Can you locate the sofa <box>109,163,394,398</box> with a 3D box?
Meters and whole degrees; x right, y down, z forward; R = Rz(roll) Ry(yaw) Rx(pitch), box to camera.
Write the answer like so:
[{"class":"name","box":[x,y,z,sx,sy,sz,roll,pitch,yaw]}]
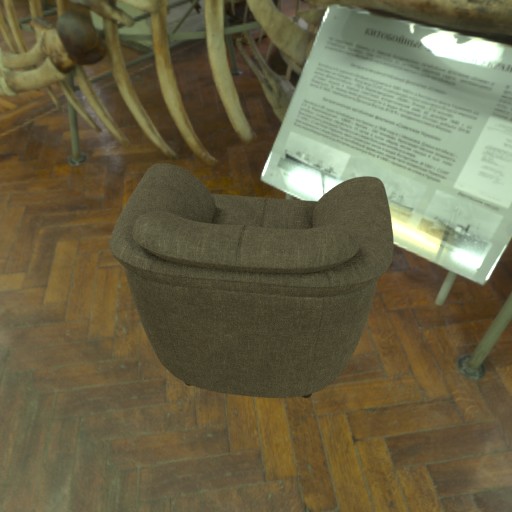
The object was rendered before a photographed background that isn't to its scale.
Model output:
[{"class":"sofa","box":[0.000,0.000,1.533,0.870,0.811,0.794,5,46,4]}]
